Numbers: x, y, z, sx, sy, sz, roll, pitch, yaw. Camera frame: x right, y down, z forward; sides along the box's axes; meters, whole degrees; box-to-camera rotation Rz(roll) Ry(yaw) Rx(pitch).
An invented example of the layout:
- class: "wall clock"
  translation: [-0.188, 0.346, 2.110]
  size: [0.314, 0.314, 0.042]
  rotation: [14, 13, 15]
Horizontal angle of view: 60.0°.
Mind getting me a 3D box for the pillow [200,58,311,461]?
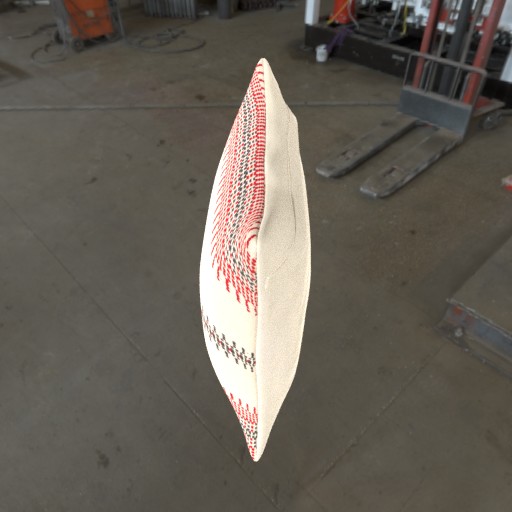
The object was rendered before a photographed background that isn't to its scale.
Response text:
- class: "pillow"
  translation: [0.000, 0.000, 0.703]
  size: [0.160, 0.454, 0.463]
  rotation: [1, 43, 1]
